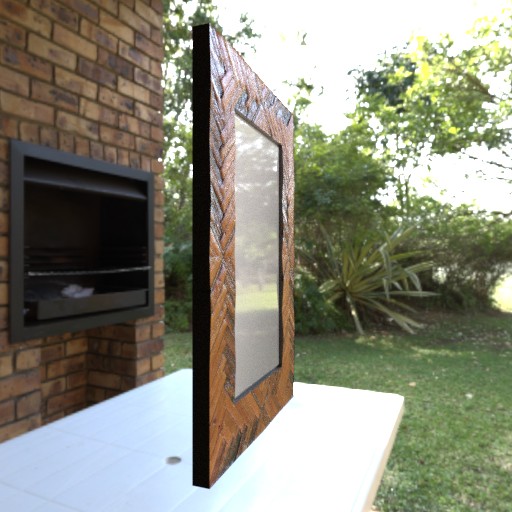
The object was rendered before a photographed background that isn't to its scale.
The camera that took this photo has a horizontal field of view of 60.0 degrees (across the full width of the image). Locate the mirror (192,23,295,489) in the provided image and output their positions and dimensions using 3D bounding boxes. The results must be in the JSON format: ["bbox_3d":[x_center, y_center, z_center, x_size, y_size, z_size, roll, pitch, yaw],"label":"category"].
[{"bbox_3d":[0.000,0.000,1.156,0.044,0.912,0.606,0,0,21],"label":"mirror"}]
